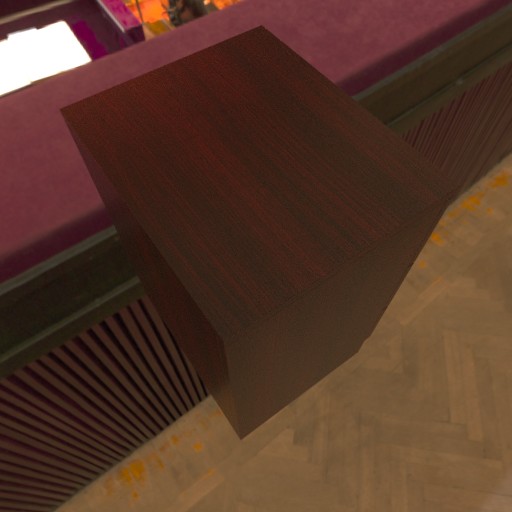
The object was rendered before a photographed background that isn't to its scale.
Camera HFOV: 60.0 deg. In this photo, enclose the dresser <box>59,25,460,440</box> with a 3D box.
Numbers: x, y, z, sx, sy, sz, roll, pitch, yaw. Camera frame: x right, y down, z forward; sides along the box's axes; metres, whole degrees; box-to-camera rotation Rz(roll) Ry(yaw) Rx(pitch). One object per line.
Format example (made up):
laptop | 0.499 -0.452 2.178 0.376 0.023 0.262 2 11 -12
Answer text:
dresser | 0.000 0.000 0.800 0.360 0.560 0.400 -31 64 -18
